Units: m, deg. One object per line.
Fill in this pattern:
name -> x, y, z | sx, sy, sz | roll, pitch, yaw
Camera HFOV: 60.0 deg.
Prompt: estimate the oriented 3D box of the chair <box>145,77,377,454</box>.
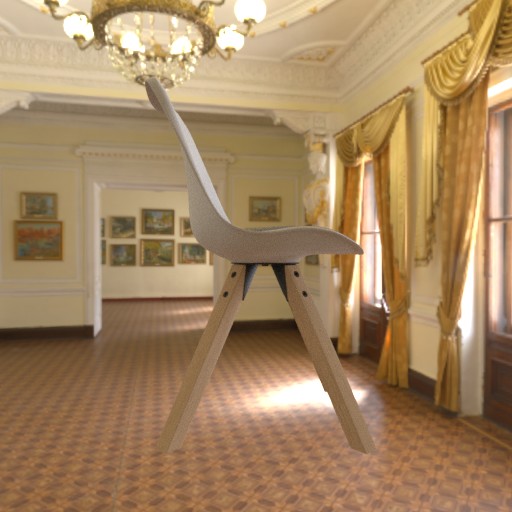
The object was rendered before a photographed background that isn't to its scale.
chair -> 0.000, 0.000, 1.172 | 0.550, 0.850, 0.485 | 0, 0, 0
